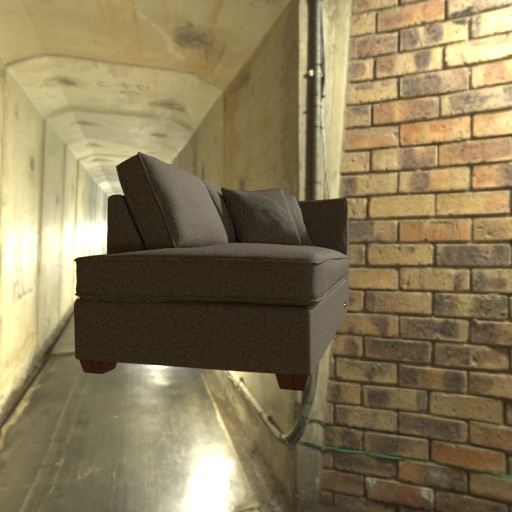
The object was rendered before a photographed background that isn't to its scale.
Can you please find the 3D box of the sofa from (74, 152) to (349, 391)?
[{"bbox_3d":[0.000,0.000,2.874,1.110,1.033,2.237,0,1,16],"label":"sofa"}]
